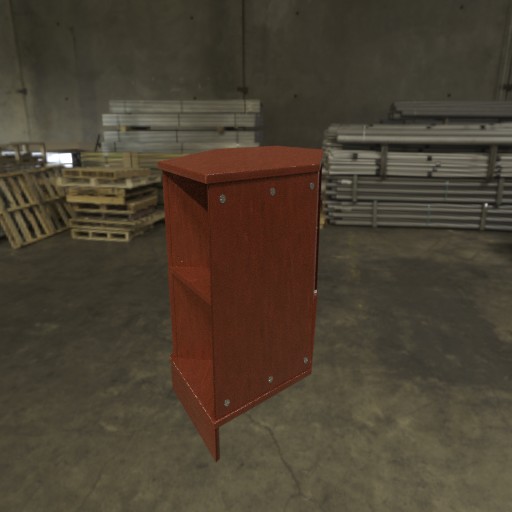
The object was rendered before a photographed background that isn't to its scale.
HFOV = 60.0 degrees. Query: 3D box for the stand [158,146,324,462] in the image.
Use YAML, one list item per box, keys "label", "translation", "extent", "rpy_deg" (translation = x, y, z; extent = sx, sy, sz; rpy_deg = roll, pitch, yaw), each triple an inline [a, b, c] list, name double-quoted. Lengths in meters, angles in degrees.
- label: "stand"
  translation: [0.000, 0.000, 1.371]
  extent: [0.381, 0.614, 1.072]
  rpy_deg: [3, 17, 9]
